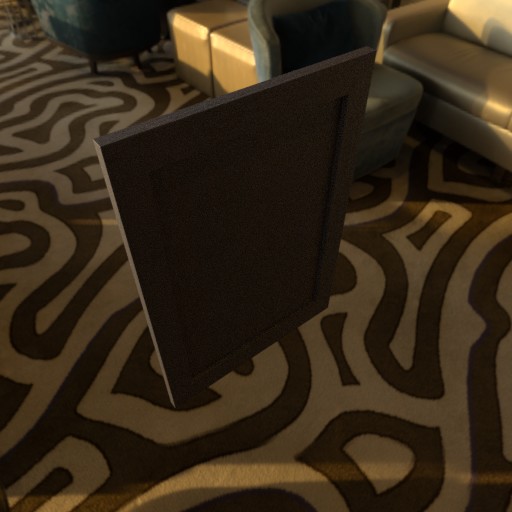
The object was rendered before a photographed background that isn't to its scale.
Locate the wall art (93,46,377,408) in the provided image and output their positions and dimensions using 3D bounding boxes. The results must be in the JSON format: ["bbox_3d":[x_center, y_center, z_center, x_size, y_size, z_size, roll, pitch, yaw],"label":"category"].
[{"bbox_3d":[0.000,0.000,0.656,0.359,0.513,0.017,-29,52,-25],"label":"wall art"}]
